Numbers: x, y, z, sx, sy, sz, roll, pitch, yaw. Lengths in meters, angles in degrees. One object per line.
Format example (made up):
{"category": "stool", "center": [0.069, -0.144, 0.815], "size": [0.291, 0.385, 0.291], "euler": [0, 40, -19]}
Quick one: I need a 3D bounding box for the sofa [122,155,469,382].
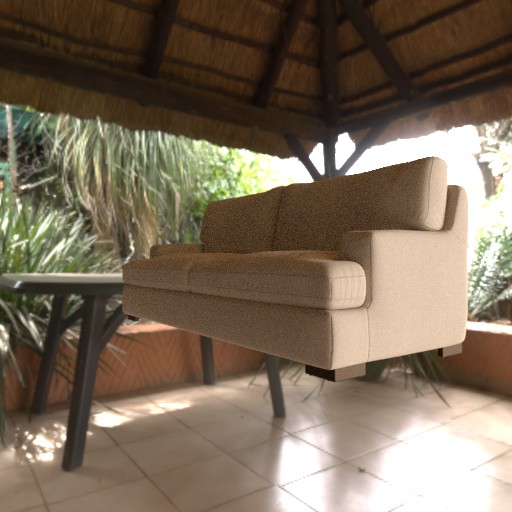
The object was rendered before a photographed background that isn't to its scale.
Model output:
{"category": "sofa", "center": [0.000, 0.000, 2.654], "size": [0.929, 0.925, 2.147], "euler": [0, -1, -36]}
